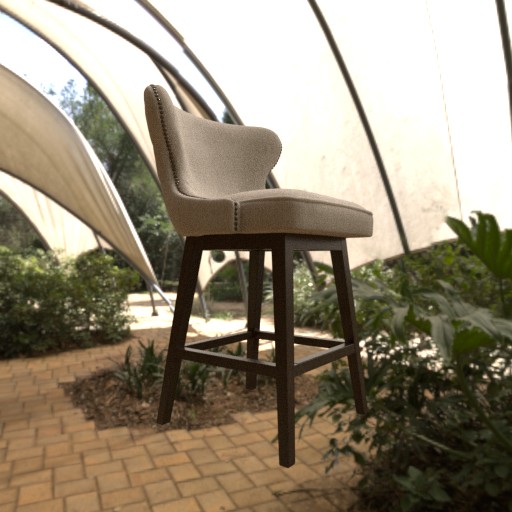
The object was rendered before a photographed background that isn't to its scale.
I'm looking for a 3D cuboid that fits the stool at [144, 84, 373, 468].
[{"bbox_3d":[0.000,0.000,1.350,0.597,0.972,0.615,0,0,37],"label":"stool"}]
